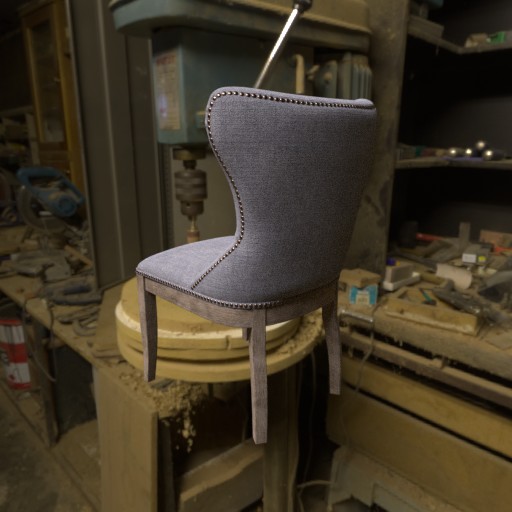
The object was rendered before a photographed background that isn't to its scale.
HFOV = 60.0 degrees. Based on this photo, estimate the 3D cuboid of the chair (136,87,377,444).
[{"bbox_3d":[0.000,0.000,1.490,0.654,1.002,0.681,-14,21,-42],"label":"chair"}]
